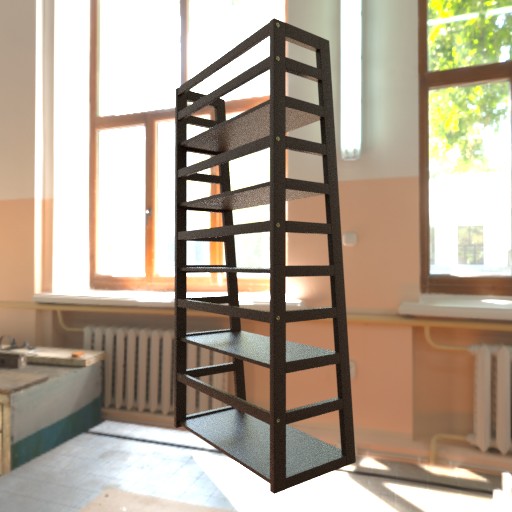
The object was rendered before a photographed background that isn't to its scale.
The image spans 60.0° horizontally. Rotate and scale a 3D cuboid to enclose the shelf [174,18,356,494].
[{"bbox_3d":[0.000,0.000,1.912,0.403,1.600,0.763,1,-1,-36],"label":"shelf"}]
